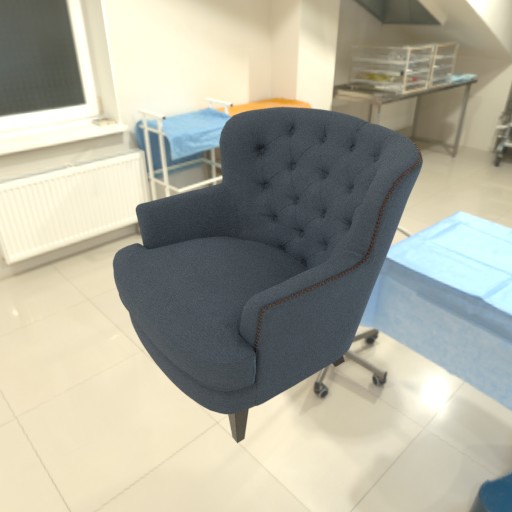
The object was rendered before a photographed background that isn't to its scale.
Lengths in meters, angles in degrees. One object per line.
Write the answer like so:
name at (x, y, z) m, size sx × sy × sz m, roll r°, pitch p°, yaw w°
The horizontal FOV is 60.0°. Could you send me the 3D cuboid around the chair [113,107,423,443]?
chair at (0.000, 0.000, 1.578) m, size 0.906 × 0.868 × 0.848 m, roll -20°, pitch 36°, yaw -31°
